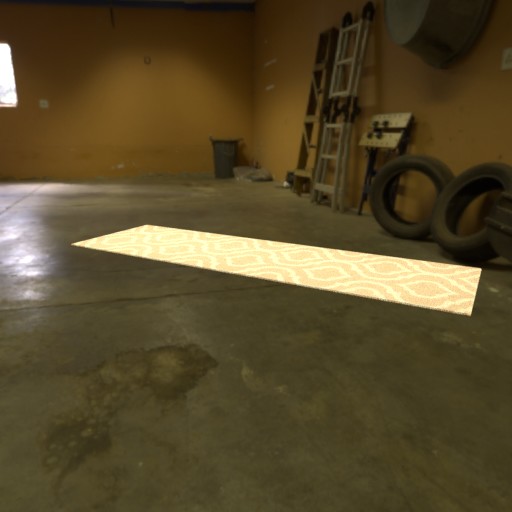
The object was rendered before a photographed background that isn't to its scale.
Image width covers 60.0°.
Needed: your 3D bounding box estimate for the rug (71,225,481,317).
[{"bbox_3d":[0.000,0.000,2.543,2.289,0.013,0.691,9,18,28],"label":"rug"}]
